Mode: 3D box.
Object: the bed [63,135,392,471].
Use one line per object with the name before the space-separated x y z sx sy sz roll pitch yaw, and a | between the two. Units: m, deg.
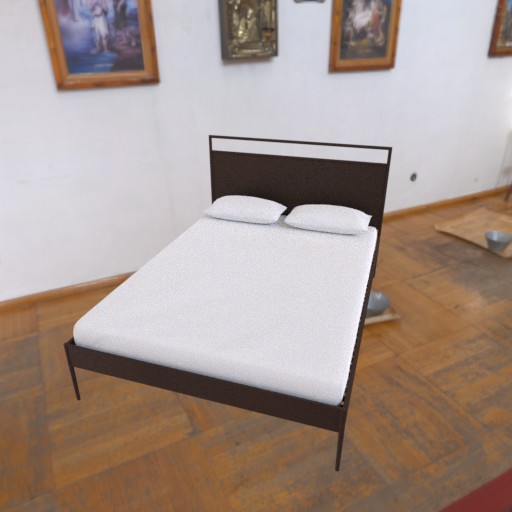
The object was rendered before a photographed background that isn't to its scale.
bed | 0.000 0.000 3.075 1.572 1.173 2.122 8 27 16
